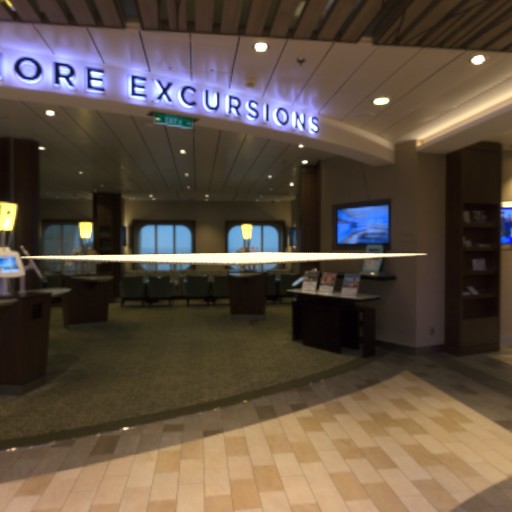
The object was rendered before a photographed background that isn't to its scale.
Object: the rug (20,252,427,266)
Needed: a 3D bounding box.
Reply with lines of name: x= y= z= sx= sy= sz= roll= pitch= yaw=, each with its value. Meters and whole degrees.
rug: x=0.000 y=0.000 z=2.343 sx=1.250 sy=0.015 sz=1.850 roll=1 pitch=1 yaw=36
